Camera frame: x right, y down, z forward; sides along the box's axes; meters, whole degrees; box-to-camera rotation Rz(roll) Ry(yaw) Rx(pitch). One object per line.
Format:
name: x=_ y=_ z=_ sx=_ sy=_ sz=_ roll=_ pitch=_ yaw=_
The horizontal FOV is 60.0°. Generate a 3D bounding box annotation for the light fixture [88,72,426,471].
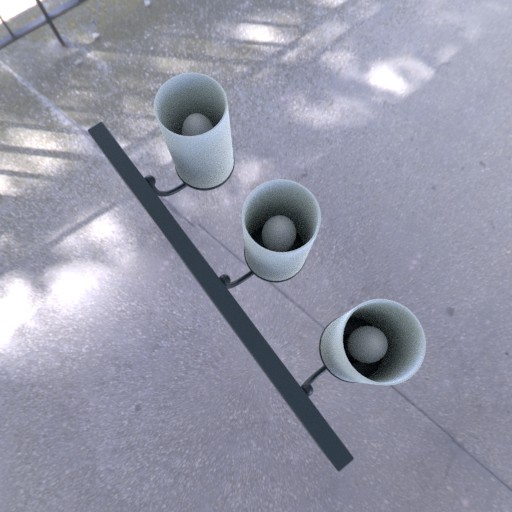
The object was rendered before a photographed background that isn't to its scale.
light fixture: x=0.000 y=0.000 z=0.521 sx=0.145 sy=0.172 sz=0.451 roll=-36 pitch=78 yaw=-9
